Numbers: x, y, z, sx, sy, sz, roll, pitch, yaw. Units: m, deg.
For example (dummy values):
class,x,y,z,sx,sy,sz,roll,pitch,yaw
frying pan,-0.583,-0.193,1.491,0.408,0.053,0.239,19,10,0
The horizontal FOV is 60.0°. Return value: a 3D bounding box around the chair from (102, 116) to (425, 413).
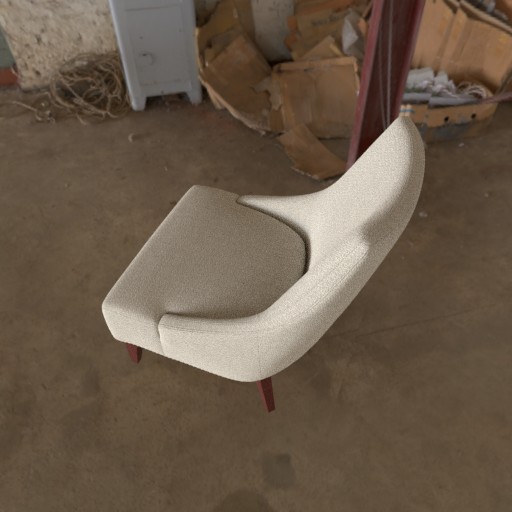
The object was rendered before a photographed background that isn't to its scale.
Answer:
class,x,y,z,sx,sy,sz,roll,pitch,yaw
chair,0.000,0.000,1.492,0.861,0.909,0.701,16,50,14
